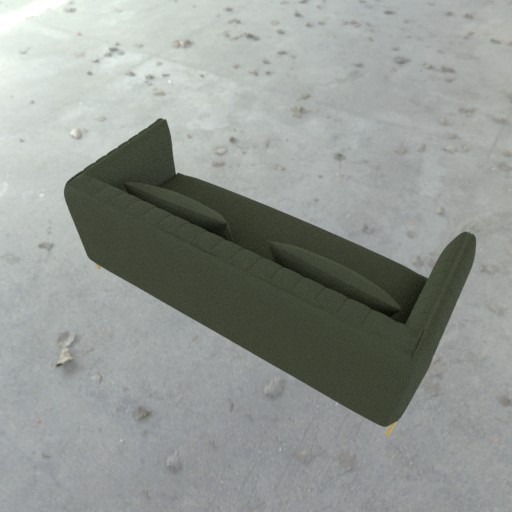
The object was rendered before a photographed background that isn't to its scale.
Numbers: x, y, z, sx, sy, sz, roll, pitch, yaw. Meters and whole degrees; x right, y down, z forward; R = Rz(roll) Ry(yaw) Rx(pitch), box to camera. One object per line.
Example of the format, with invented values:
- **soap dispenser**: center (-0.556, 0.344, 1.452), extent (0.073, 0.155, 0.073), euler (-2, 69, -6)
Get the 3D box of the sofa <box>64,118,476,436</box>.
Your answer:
- **sofa**: center (0.000, 0.000, 2.590), extent (2.137, 0.793, 0.896), euler (25, 52, 22)
